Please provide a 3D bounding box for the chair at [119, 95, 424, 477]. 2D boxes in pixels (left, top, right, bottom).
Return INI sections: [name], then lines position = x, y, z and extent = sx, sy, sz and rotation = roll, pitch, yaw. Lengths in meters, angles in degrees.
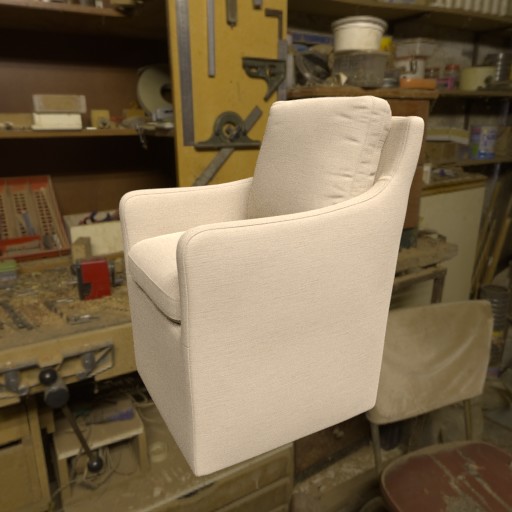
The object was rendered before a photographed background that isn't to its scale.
[chair]
position = 0.000, 0.000, 1.347
extent = 0.694, 0.914, 0.626
rotation = -9, 20, -28
